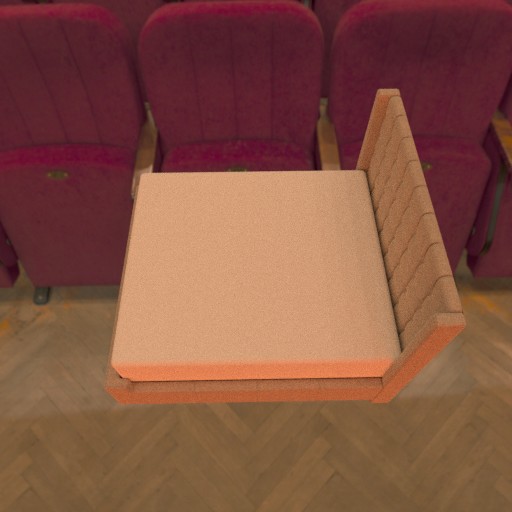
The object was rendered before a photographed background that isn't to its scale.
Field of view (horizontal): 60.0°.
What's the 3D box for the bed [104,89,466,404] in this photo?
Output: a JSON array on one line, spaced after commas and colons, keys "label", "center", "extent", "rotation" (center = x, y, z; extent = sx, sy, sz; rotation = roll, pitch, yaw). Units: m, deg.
[{"label": "bed", "center": [0.000, 0.000, 3.724], "extent": [2.370, 1.743, 2.045], "rotation": [-1, 58, -1]}]
